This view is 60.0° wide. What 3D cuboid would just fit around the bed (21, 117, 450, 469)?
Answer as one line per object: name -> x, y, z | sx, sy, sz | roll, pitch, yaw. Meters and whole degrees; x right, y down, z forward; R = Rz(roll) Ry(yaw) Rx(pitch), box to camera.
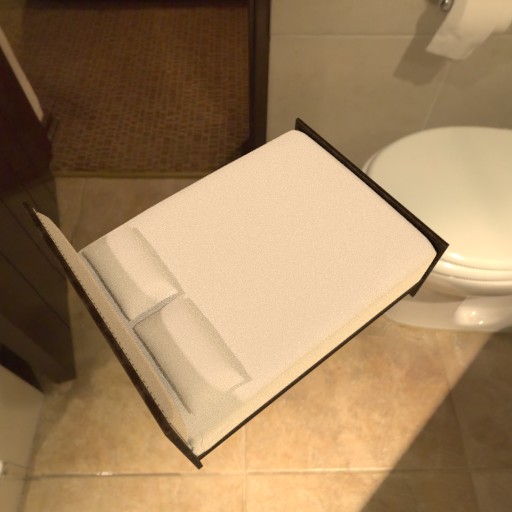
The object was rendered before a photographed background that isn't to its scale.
bed -> 0.000, 0.000, 3.158 | 2.221, 1.313, 1.607 | -33, 64, -19
